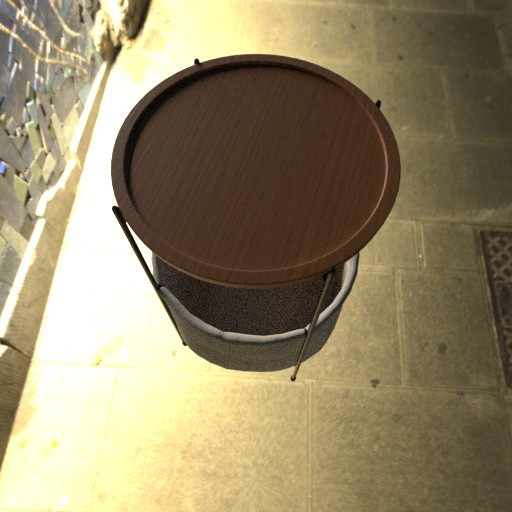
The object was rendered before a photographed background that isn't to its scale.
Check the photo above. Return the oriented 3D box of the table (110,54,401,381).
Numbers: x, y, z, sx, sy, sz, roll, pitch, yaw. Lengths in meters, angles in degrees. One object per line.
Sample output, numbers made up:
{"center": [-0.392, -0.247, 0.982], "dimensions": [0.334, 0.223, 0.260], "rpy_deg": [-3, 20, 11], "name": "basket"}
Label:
{"center": [0.000, 0.000, 0.871], "dimensions": [0.393, 0.623, 0.393], "rpy_deg": [16, 64, 8], "name": "table"}
